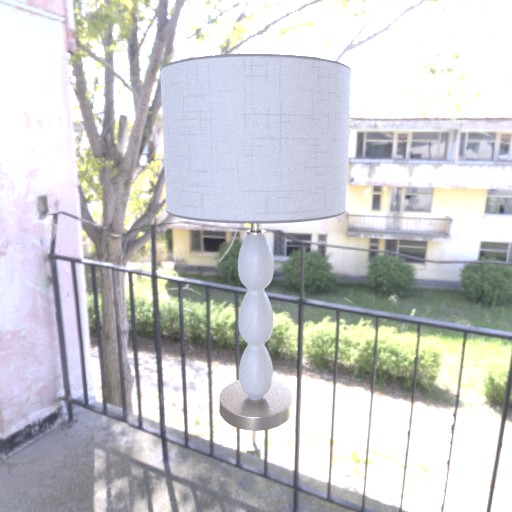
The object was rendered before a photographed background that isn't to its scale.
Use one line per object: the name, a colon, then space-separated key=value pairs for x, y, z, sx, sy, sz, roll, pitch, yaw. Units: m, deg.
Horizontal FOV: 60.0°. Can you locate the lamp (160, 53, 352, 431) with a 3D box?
lamp: x=0.000 y=0.000 z=0.724 sx=0.280 sy=0.559 sz=0.282 roll=7 pitch=15 yaw=26
